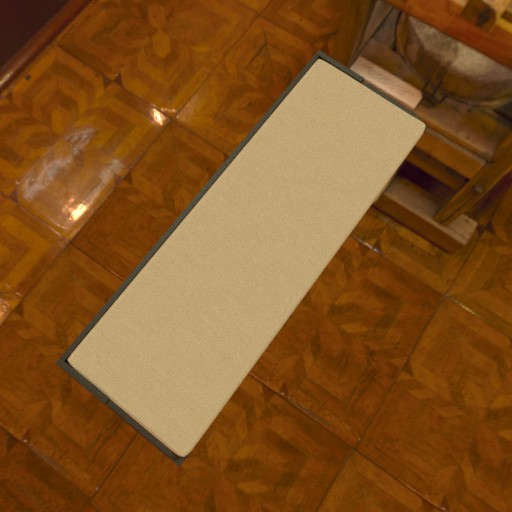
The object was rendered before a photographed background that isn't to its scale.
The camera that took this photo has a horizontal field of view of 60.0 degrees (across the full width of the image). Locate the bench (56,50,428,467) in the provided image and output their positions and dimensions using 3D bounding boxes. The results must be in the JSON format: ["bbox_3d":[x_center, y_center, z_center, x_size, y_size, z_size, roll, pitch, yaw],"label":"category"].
[{"bbox_3d":[0.000,0.000,1.402,0.398,0.501,1.140,36,78,9],"label":"bench"}]
